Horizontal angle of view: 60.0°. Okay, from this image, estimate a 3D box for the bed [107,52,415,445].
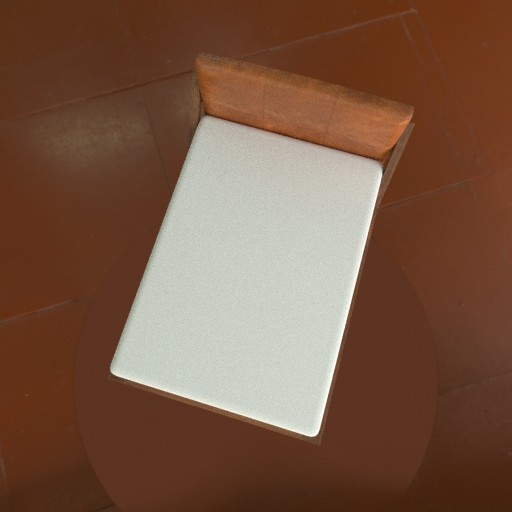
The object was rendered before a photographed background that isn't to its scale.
[{"bbox_3d":[0.000,0.000,3.254,1.651,1.168,2.311,16,77,4],"label":"bed"}]
